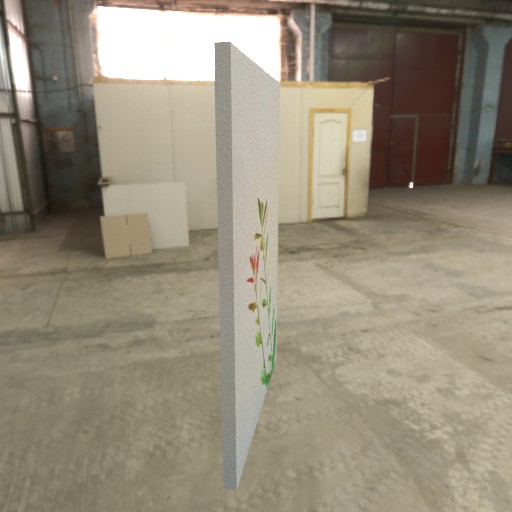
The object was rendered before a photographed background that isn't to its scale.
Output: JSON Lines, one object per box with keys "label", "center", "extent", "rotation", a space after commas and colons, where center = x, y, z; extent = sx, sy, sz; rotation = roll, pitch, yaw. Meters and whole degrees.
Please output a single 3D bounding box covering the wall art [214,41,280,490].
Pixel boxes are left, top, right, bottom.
{"label": "wall art", "center": [0.000, 0.000, 1.448], "extent": [0.038, 1.143, 0.764], "rotation": [3, 15, 10]}
